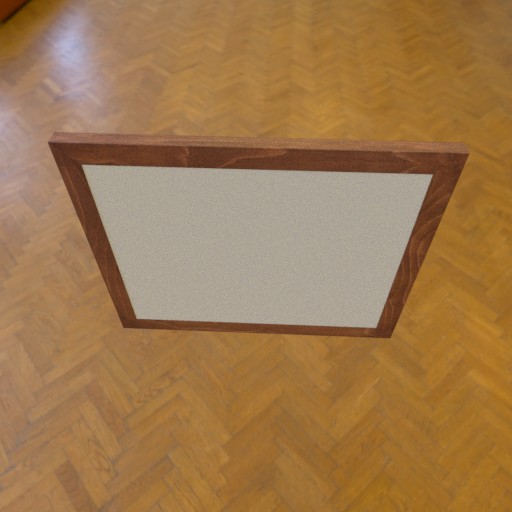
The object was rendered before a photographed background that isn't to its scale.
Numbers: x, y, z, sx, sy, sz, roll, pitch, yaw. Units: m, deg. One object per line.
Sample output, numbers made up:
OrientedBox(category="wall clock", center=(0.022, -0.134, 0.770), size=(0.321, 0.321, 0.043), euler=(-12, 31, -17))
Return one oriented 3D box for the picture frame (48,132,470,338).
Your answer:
OrientedBox(category="picture frame", center=(0.000, 0.000, 0.765), size=(0.559, 0.457, 0.025), euler=(2, 48, 2))
